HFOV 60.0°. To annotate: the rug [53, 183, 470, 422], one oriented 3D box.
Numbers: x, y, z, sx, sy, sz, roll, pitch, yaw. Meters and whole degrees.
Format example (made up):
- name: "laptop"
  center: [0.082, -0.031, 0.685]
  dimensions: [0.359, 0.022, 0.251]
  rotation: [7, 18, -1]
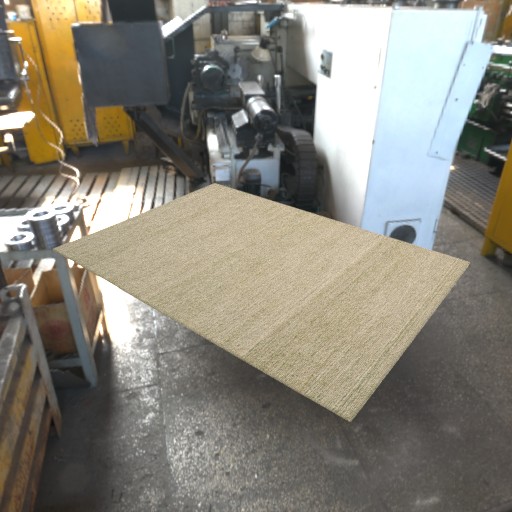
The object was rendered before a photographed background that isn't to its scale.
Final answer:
- name: "rug"
  center: [0.000, 0.000, 5.093]
  dimensions: [3.935, 0.025, 2.782]
  rotation: [22, 37, 33]
